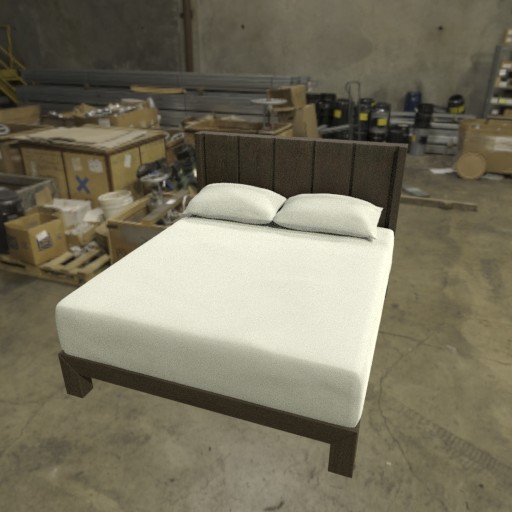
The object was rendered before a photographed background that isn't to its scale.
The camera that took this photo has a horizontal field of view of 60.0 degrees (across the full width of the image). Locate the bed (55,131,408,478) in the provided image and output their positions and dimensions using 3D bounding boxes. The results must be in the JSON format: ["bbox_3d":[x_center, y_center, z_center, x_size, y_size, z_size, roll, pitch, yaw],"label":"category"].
[{"bbox_3d":[0.000,0.000,3.017,1.735,1.261,1.992,9,26,18],"label":"bed"}]
